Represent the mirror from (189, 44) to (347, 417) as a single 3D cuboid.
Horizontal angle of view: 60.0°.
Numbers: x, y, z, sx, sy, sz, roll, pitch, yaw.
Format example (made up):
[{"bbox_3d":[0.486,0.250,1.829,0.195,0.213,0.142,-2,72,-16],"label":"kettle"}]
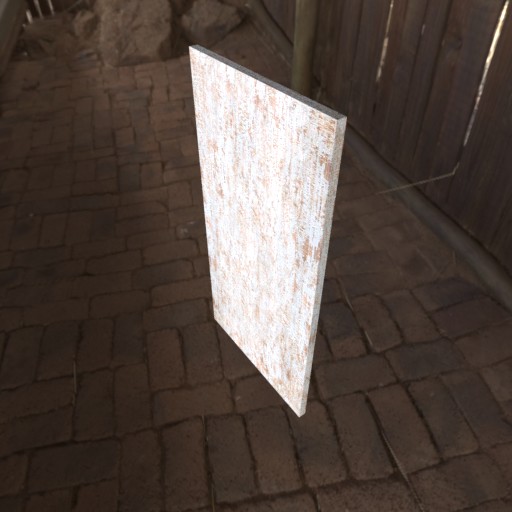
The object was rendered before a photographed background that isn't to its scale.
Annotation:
[{"bbox_3d":[0.000,0.000,1.154,0.027,0.922,0.472,-26,47,-26],"label":"mirror"}]
